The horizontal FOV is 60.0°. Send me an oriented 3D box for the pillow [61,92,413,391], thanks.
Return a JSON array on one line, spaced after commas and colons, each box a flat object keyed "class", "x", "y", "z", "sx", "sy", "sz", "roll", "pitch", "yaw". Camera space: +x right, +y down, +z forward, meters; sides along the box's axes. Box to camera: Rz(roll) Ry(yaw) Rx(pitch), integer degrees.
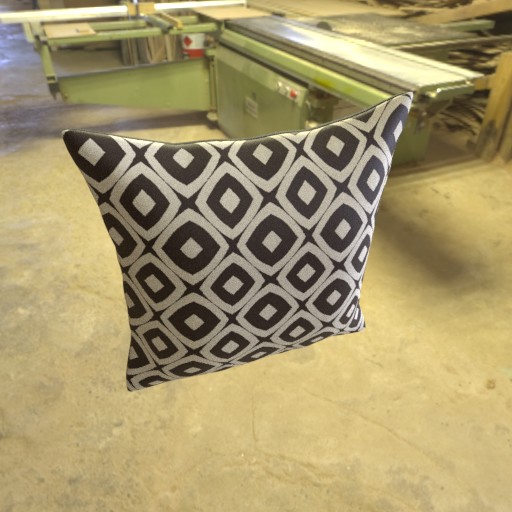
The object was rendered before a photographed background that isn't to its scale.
[{"class": "pillow", "x": 0.000, "y": 0.000, "z": 0.747, "sx": 0.504, "sy": 0.494, "sz": 0.188, "roll": -11, "pitch": 37, "yaw": -16}]
